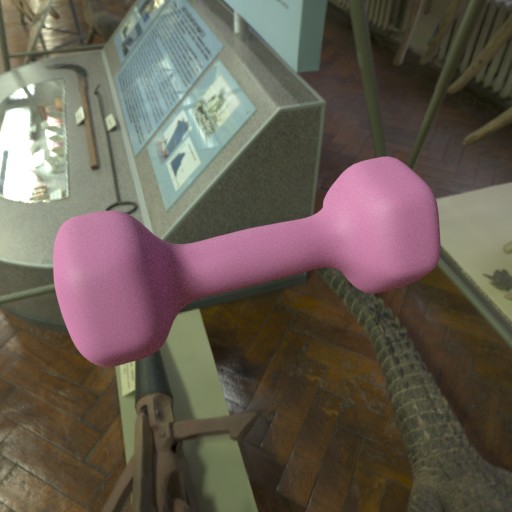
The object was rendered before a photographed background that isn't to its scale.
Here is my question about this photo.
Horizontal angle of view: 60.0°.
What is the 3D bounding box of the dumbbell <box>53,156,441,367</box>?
[{"bbox_3d":[0.000,0.000,0.192,0.159,0.058,0.064,-13,45,-13],"label":"dumbbell"}]
